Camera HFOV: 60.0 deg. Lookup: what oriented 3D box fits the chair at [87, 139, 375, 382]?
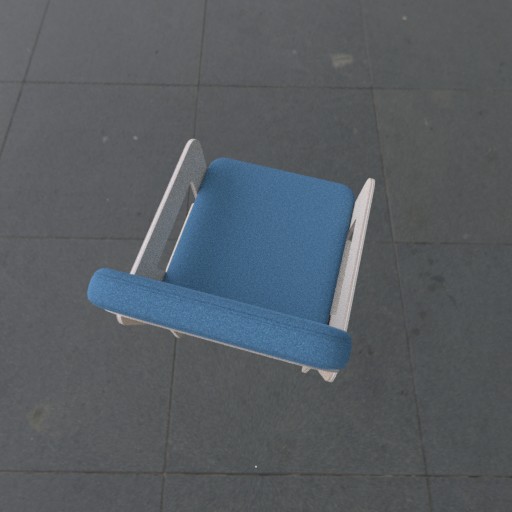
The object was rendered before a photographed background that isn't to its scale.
[{"bbox_3d":[0.000,0.000,1.208,0.547,0.747,0.657,14,65,7],"label":"chair"}]
